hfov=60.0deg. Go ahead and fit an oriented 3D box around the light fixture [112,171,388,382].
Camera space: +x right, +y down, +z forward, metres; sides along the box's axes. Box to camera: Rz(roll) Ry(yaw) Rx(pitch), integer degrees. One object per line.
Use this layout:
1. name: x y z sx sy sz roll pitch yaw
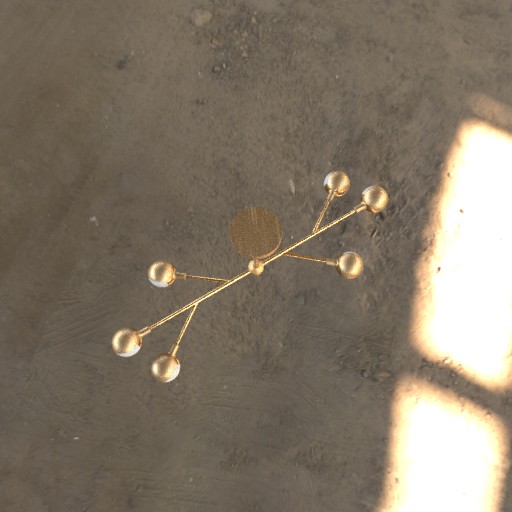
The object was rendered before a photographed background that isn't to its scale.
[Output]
1. light fixture: 0.000 0.000 1.026 0.778 0.362 0.434 -14 75 -4
